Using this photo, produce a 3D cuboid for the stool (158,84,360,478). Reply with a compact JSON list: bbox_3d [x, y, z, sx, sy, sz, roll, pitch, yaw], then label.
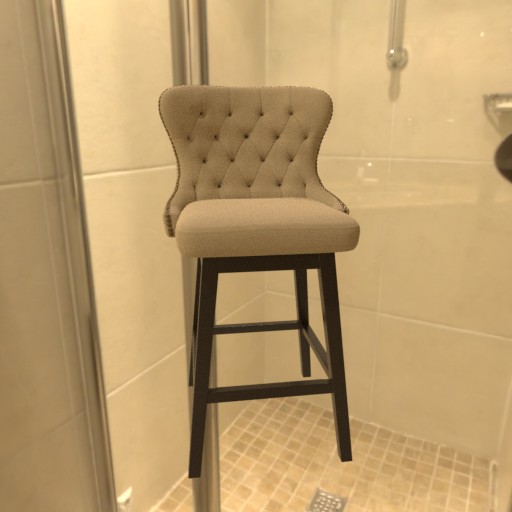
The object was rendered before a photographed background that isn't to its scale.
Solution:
[{"bbox_3d":[0.000,0.000,1.283,0.528,0.971,0.593,-2,16,-8],"label":"stool"}]
